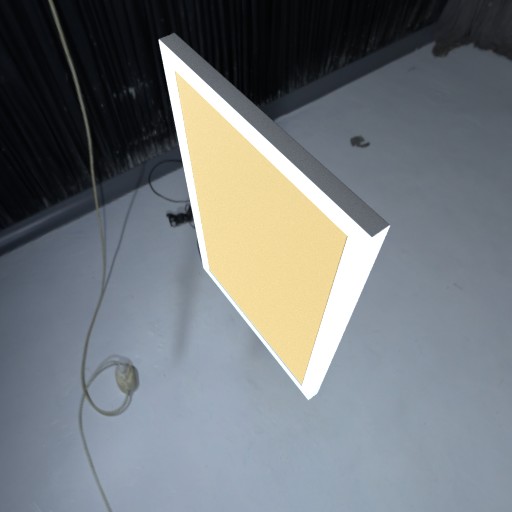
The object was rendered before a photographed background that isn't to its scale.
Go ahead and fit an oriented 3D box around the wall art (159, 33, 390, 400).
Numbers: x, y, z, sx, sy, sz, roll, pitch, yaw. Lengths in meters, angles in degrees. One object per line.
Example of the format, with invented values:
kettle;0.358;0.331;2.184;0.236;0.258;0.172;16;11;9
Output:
wall art;0.000;0.000;1.166;0.039;0.915;0.612;-32;63;-19
